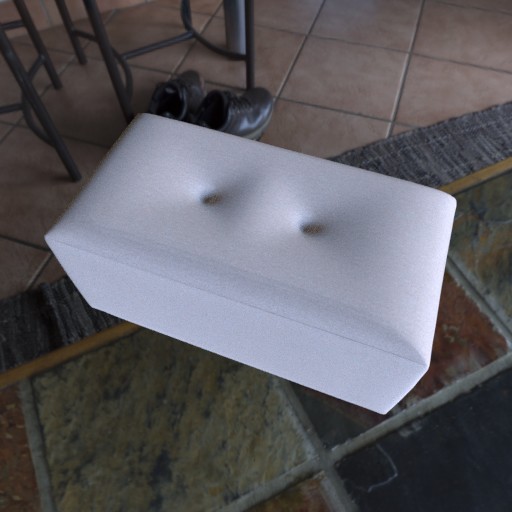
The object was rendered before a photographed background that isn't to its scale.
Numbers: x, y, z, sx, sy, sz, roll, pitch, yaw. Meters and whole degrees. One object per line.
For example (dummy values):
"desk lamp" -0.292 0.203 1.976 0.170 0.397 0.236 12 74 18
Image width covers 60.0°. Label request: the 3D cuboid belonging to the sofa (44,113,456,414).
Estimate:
"sofa" 0.000 0.000 1.222 0.930 0.470 0.480 18 59 11
